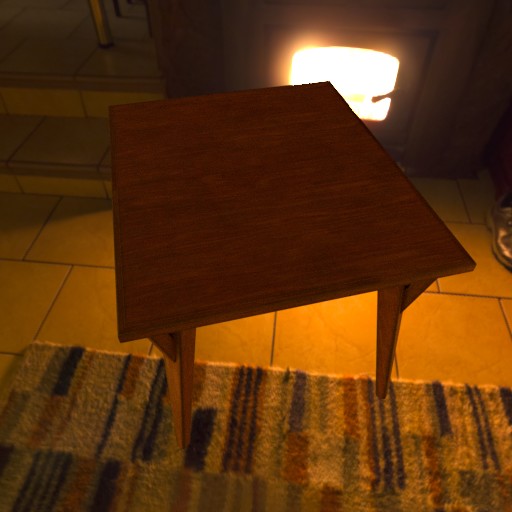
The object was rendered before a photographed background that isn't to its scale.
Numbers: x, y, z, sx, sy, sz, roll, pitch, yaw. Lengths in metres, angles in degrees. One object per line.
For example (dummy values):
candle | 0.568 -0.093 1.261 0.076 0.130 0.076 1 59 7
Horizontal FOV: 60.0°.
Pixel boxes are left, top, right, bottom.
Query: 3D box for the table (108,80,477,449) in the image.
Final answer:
table | 0.000 0.000 1.587 0.838 0.761 0.991 -10 47 -10
